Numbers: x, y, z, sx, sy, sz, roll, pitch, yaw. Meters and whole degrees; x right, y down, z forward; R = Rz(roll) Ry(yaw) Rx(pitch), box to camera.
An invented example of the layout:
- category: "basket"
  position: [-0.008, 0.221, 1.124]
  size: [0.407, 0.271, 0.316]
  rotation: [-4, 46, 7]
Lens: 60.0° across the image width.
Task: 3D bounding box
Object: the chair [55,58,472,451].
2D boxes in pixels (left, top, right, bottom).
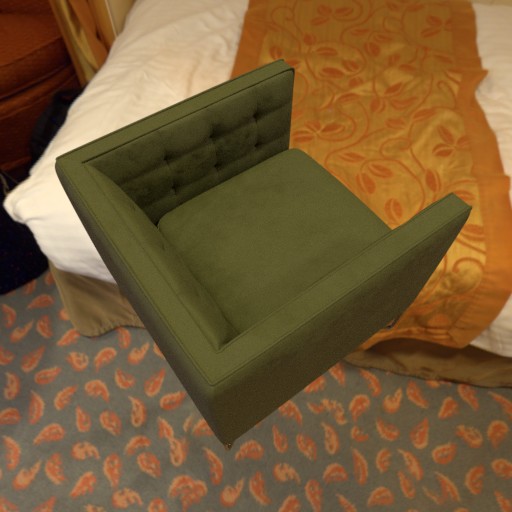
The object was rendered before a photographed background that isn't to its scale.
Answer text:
- category: "chair"
  position: [0.000, 0.000, 1.574]
  size: [0.894, 0.790, 0.880]
  rotation: [-32, 62, -19]
